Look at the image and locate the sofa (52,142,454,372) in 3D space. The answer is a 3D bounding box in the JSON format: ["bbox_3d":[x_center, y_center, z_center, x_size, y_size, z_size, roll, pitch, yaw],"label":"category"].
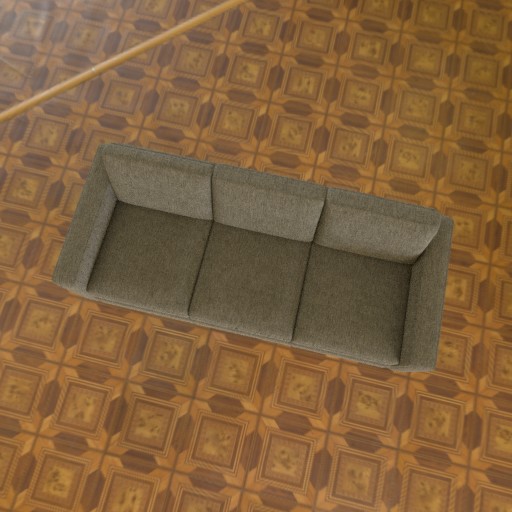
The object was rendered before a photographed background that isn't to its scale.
[{"bbox_3d":[0.000,0.000,2.656,2.160,0.800,0.900,13,75,3],"label":"sofa"}]
